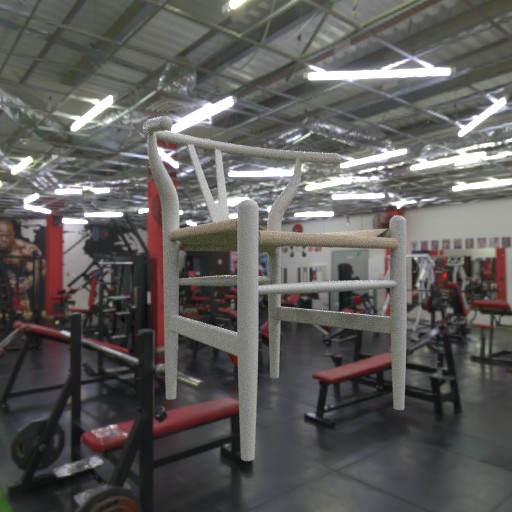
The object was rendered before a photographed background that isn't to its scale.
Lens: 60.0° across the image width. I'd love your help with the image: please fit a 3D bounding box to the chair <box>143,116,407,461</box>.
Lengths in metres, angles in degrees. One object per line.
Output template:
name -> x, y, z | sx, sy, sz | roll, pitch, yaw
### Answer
chair -> 0.000, 0.000, 1.143 | 0.569, 0.730, 0.579 | 1, -1, -37
